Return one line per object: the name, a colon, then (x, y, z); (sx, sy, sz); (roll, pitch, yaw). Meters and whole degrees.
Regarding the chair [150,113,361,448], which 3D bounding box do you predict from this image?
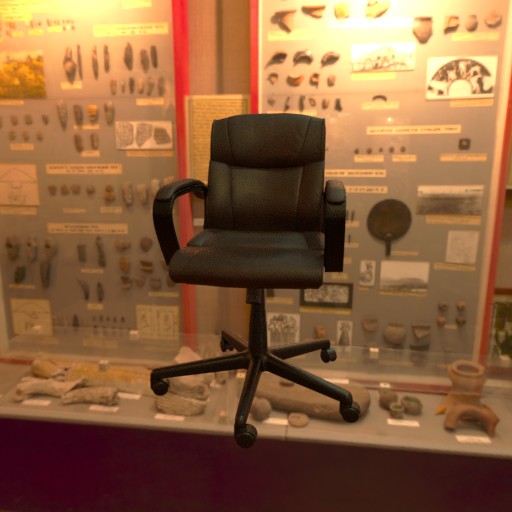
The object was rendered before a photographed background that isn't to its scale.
chair: (0.000, 0.000, 1.538); (0.739, 1.004, 0.717); (2, 13, 9)
